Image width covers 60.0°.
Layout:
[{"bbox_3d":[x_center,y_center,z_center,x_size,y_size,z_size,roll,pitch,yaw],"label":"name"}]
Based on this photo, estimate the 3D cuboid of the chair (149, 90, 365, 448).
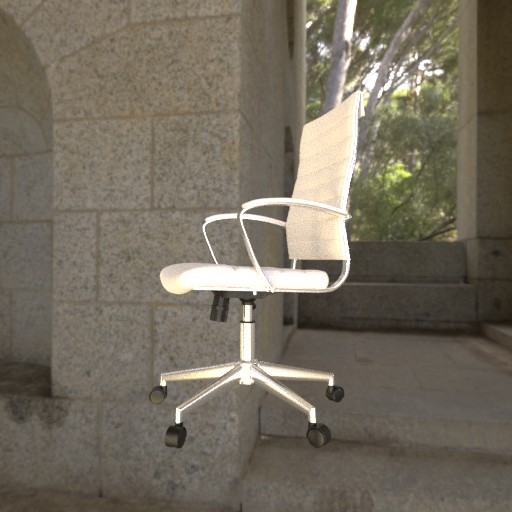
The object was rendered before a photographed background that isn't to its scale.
[{"bbox_3d":[0.000,0.000,1.643,0.739,1.149,0.766,0,0,-19],"label":"chair"}]
